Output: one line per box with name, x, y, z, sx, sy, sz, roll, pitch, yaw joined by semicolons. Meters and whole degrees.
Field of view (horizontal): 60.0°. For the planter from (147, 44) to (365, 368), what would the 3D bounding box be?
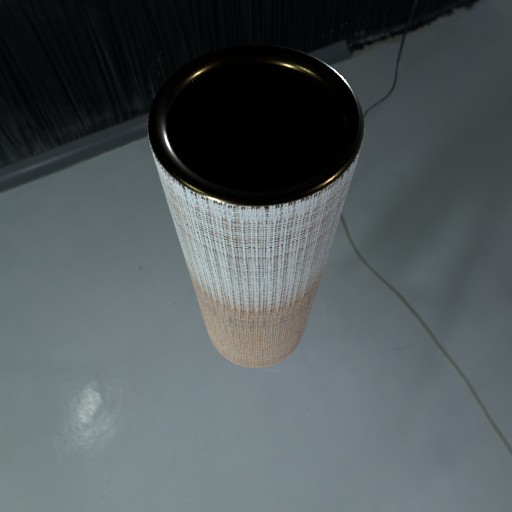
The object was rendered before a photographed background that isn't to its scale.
planter;0.000;0.000;0.323;0.099;0.278;0.099;-28;66;-14
